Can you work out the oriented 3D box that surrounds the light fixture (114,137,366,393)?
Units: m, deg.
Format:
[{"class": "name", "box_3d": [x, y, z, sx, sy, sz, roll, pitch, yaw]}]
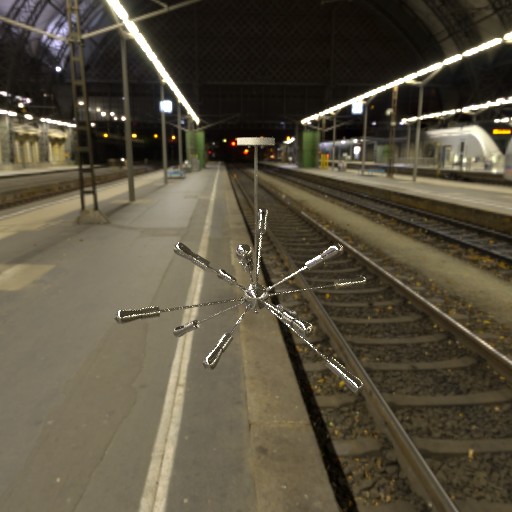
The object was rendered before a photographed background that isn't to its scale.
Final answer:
[{"class": "light fixture", "box_3d": [0.000, 0.000, 1.086, 0.684, 0.558, 0.509, -6, 14, -25]}]
